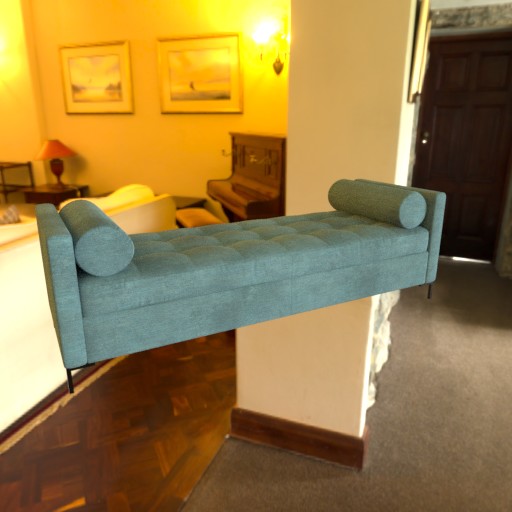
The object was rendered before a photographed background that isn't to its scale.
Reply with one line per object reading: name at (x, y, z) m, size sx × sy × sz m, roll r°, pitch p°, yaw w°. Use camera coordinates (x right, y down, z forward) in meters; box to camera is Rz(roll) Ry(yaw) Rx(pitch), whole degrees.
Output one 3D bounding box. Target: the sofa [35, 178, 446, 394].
sofa at (0.000, 0.000, 2.313) m, size 1.981 × 0.635 × 0.686 m, roll -9°, pitch 19°, yaw -27°
